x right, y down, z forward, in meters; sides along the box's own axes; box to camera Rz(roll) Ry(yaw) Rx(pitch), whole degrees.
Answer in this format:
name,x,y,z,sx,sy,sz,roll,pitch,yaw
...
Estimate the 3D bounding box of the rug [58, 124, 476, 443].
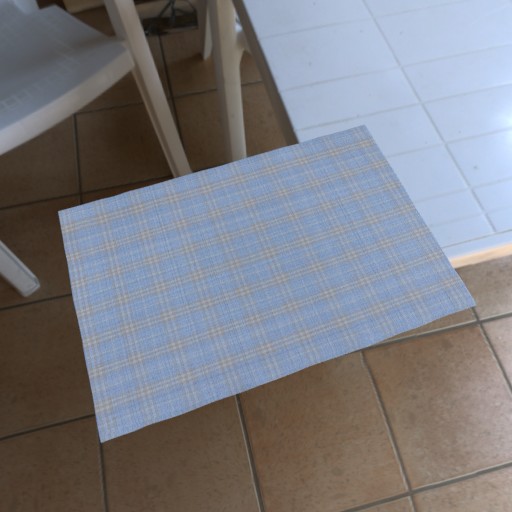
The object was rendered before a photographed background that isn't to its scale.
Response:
name,x,y,z,sx,sy,sz,roll,pitch,yaw
rug,0.000,0.000,2.261,1.835,0.012,1.231,-18,65,-9
